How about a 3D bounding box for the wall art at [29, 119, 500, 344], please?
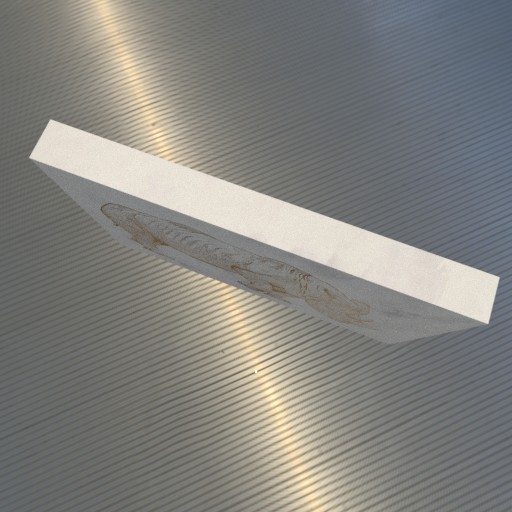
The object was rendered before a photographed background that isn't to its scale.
[{"bbox_3d":[0.000,0.000,0.471,0.381,0.254,0.038,20,76,5],"label":"wall art"}]
